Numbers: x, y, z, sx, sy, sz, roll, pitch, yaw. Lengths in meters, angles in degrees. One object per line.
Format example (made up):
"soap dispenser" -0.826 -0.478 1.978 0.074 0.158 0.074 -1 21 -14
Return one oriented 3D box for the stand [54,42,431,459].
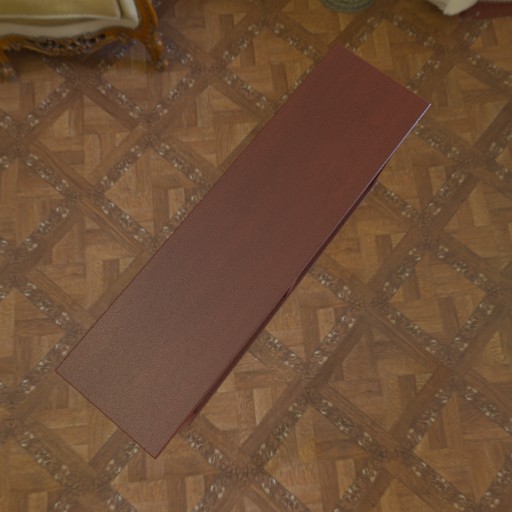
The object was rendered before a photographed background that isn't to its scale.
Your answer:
"stand" 0.000 0.000 1.722 0.381 0.762 1.372 37 80 8
